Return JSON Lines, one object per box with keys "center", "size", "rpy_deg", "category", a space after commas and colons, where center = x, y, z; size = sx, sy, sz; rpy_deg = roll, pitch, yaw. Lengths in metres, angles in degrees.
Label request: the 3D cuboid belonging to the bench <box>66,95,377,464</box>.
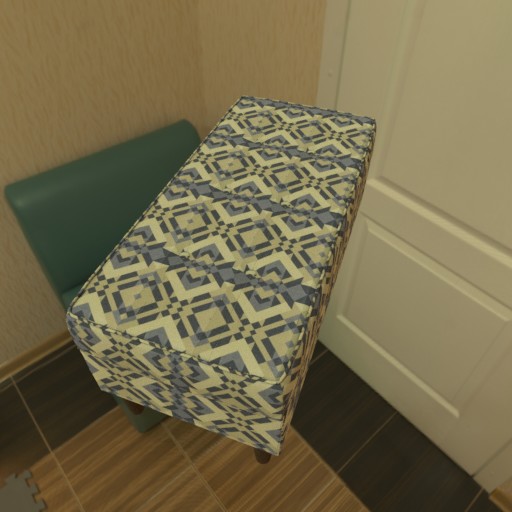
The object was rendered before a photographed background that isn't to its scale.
{"center": [0.000, 0.000, 1.321], "size": [0.492, 0.477, 1.016], "rpy_deg": [15, 48, 14], "category": "bench"}
